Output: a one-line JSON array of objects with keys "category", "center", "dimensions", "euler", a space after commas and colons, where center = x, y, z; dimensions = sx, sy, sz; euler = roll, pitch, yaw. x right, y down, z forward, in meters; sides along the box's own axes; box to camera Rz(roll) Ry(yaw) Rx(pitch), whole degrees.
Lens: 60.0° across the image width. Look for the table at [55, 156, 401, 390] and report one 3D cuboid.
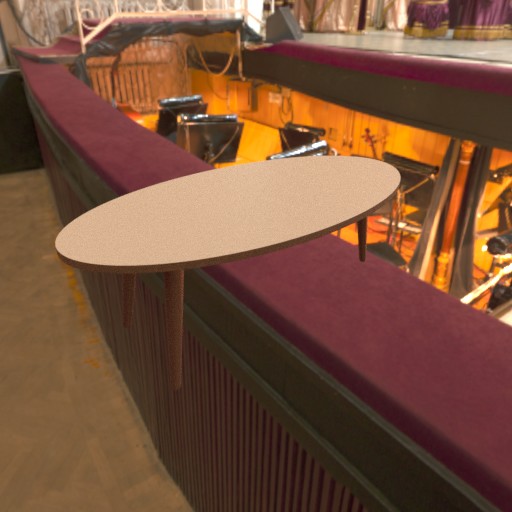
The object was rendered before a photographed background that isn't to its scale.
[{"category": "table", "center": [0.000, 0.000, 1.345], "dimensions": [1.083, 0.390, 0.542], "euler": [-20, 35, -32]}]
